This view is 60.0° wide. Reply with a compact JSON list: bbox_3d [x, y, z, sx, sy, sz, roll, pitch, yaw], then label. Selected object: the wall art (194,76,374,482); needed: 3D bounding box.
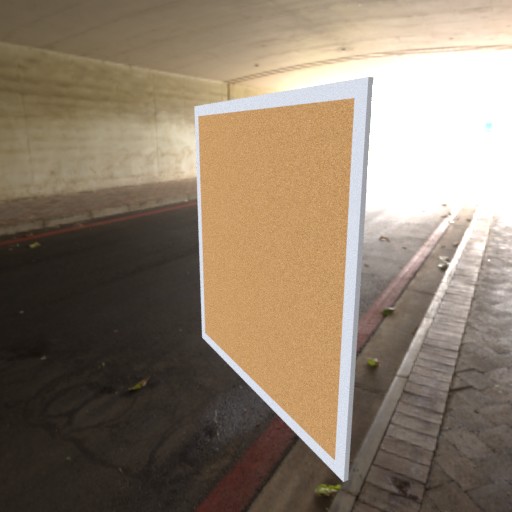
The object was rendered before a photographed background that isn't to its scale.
[{"bbox_3d":[0.000,0.000,1.194,0.013,0.813,0.812,-8,17,-27],"label":"wall art"}]
